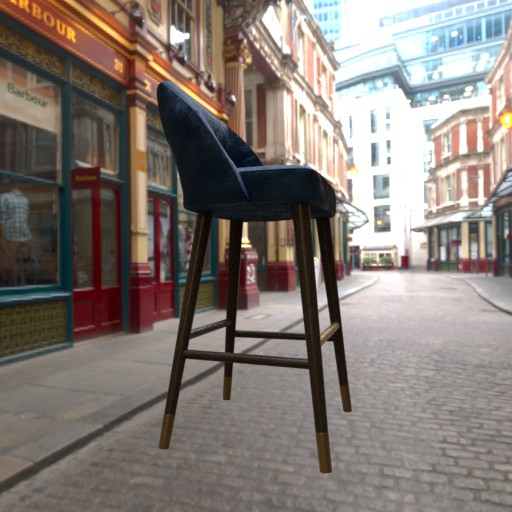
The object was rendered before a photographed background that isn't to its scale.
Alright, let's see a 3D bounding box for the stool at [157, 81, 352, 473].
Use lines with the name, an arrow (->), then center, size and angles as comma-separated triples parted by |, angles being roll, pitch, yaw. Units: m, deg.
stool -> 0.000, 0.000, 1.326 | 0.515, 1.016, 0.514 | 0, -1, 18
